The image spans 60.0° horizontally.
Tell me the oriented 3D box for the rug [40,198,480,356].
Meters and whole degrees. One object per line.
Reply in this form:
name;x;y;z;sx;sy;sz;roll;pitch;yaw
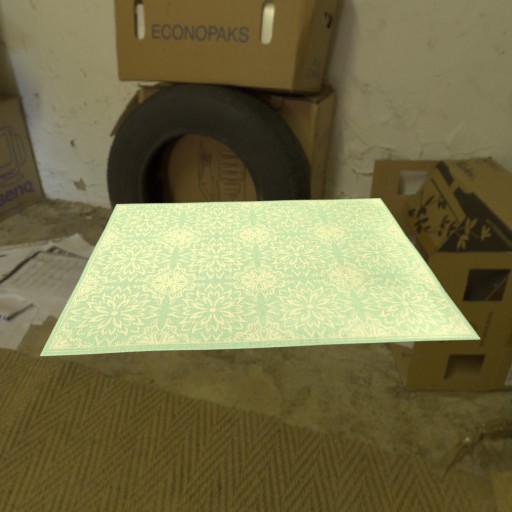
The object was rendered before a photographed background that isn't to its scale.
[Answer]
rug;0.000;0.000;3.995;2.980;0.012;2.363;-2;32;-3
